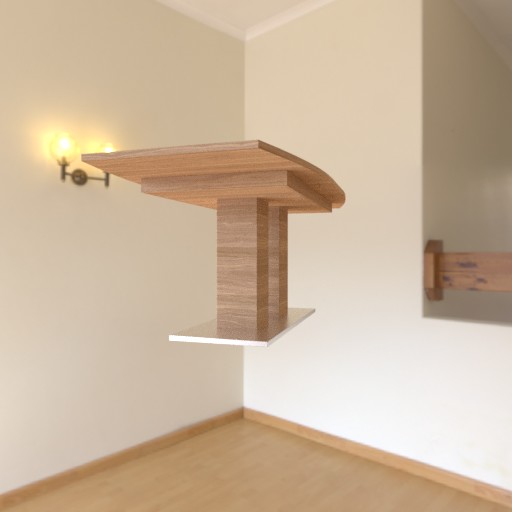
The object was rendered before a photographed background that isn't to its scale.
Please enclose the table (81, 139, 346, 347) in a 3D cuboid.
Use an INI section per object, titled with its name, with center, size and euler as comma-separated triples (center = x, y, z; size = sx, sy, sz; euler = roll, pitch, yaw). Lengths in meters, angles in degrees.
[table]
center = 0.000, 0.000, 2.458
size = 0.900, 0.750, 2.032
euler = 0, 1, 18
